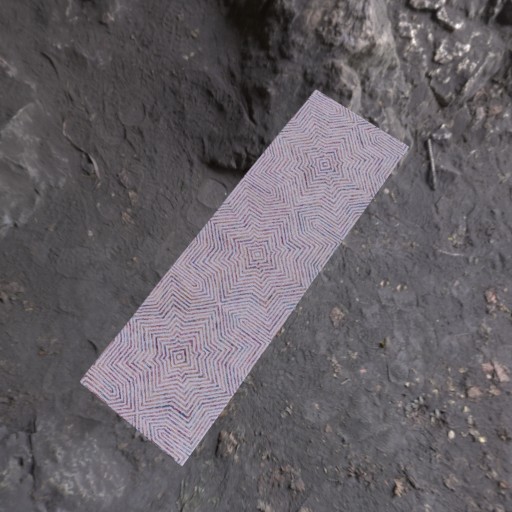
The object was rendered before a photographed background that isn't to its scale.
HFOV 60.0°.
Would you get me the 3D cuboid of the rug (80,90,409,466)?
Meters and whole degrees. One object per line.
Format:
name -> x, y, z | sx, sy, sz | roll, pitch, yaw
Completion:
rug -> 0.000, 0.000, 2.777 | 0.771, 0.009, 2.443 | 35, 77, 9
